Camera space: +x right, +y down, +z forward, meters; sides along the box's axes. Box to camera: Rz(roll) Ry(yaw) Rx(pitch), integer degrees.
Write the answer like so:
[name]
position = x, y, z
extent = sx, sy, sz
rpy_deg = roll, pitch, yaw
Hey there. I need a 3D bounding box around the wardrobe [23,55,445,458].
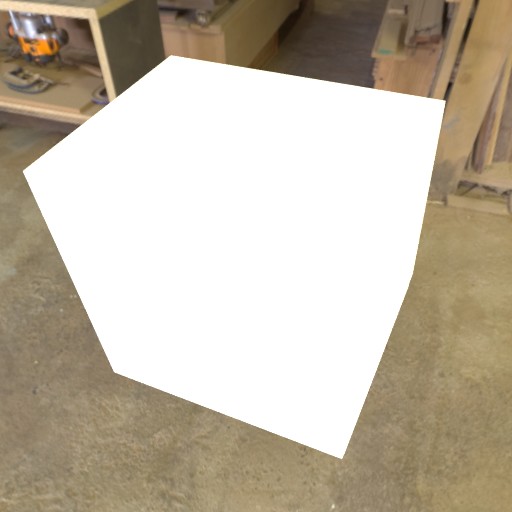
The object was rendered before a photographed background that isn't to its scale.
[wardrobe]
position = 0.000, 0.000, 0.833
extent = 0.500, 0.520, 0.400
rpy_deg = 16, 48, 15
